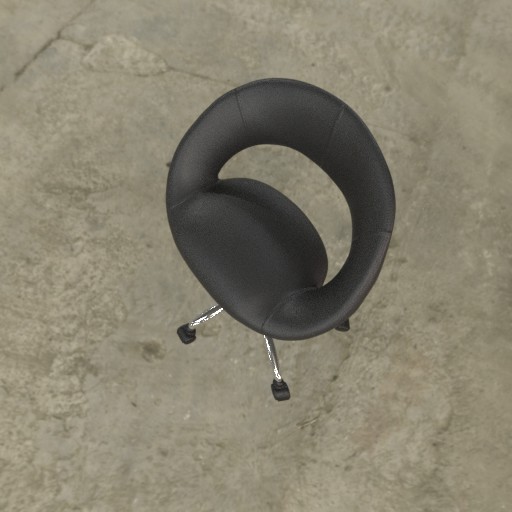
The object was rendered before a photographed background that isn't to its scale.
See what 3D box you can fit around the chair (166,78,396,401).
[{"bbox_3d":[0.000,0.000,1.162,0.538,0.791,0.612,-35,69,-16],"label":"chair"}]
